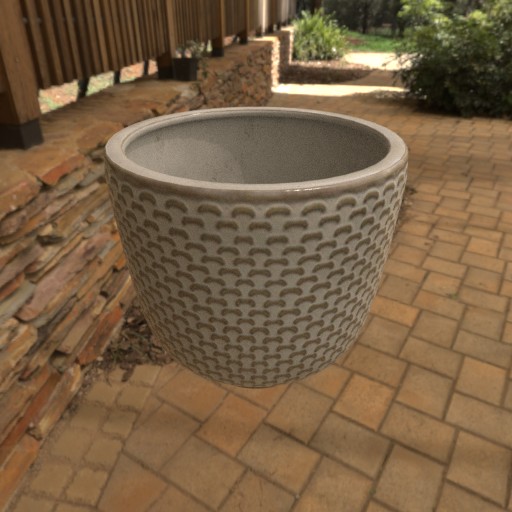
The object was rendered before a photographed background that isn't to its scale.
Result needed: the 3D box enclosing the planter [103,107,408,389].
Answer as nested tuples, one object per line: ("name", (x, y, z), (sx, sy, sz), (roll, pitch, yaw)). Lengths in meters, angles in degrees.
("planter", (0.000, 0.000, 0.297), (0.173, 0.160, 0.173), (0, 30, 0))
